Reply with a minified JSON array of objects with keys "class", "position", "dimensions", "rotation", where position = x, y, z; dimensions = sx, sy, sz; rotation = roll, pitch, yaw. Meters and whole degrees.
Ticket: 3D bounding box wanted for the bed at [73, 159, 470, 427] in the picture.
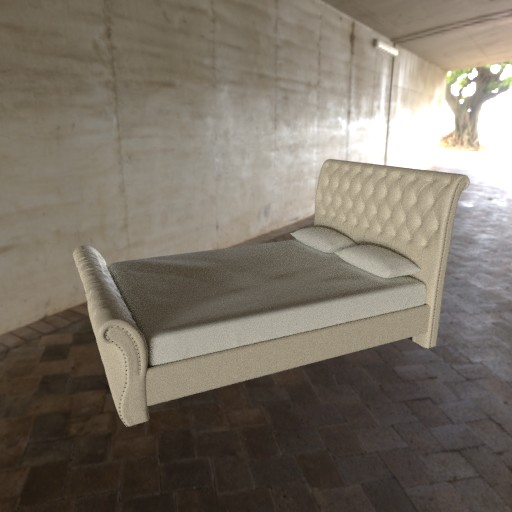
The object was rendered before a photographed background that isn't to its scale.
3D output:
[{"class":"bed","position":[0.000,0.000,3.370],"dimensions":[2.493,1.268,1.606],"rotation":[-8,18,-25]}]
